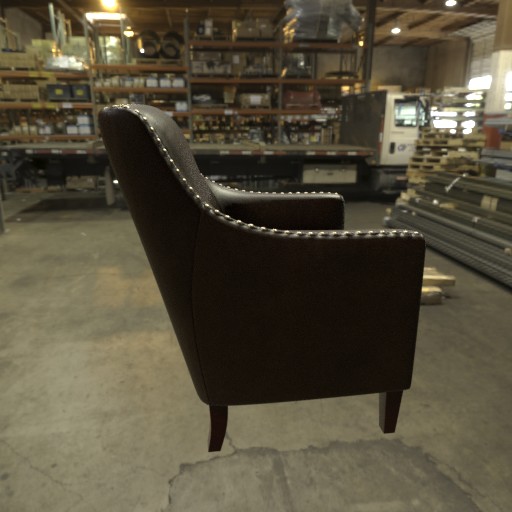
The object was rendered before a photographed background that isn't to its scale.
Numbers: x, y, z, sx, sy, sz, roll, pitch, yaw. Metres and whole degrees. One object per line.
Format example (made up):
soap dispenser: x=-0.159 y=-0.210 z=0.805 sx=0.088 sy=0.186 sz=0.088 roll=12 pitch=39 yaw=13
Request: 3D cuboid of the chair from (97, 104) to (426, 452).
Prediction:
chair: x=0.000 y=0.000 z=1.263 sx=0.704 sy=0.813 sz=0.639 roll=-2 pitch=17 yaw=-8
